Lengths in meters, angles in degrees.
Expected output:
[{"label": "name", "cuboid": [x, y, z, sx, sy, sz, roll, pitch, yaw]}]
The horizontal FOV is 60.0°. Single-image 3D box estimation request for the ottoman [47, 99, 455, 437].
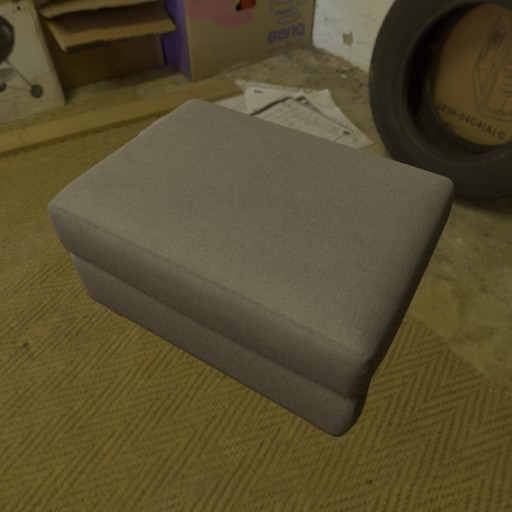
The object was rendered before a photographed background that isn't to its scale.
[{"label": "ottoman", "cuboid": [0.000, 0.000, 1.129, 0.773, 0.497, 0.574, 24, 52, 21]}]
